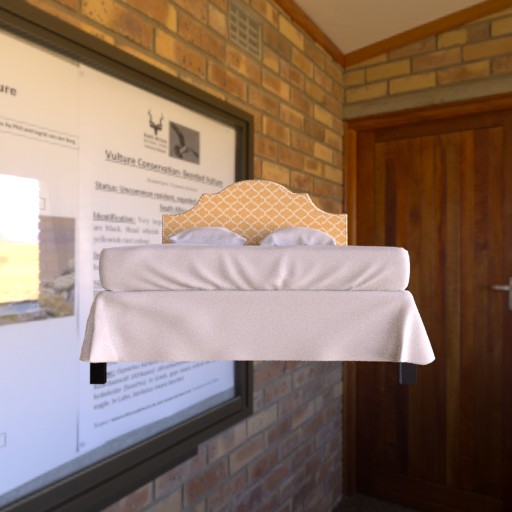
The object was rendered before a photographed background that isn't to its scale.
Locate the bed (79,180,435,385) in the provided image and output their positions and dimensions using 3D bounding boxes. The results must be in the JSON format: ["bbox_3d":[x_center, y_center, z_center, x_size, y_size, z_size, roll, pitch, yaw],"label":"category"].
[{"bbox_3d":[0.000,0.000,3.766,2.314,1.601,2.222,0,0,0],"label":"bed"}]
